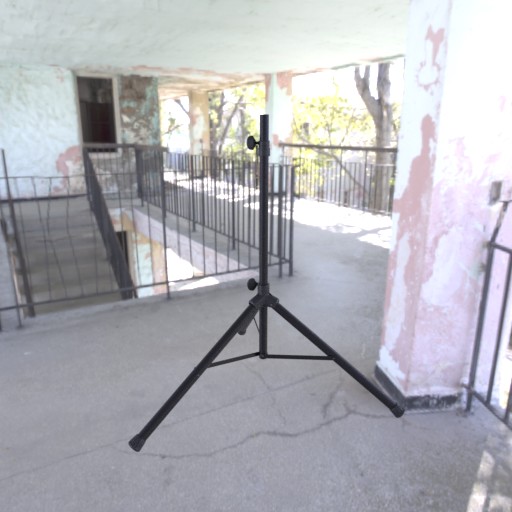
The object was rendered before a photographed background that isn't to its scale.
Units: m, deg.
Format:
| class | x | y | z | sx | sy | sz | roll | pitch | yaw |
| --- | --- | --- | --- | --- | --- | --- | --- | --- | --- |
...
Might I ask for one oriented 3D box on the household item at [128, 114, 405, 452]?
| class | x | y | z | sx | sy | sz | roll | pitch | yaw |
| --- | --- | --- | --- | --- | --- | --- | --- | --- | --- |
| household item | 0.000 | 0.000 | 1.885 | 1.045 | 1.136 | 0.907 | -3 | 16 | -9 |
